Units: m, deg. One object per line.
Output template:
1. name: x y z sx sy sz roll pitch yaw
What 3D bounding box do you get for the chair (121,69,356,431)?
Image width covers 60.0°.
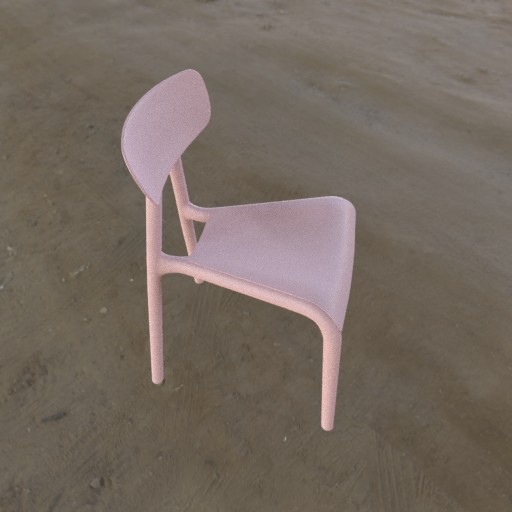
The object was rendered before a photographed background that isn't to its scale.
1. chair: 0.000 0.000 0.843 0.401 0.580 0.356 10 47 9
